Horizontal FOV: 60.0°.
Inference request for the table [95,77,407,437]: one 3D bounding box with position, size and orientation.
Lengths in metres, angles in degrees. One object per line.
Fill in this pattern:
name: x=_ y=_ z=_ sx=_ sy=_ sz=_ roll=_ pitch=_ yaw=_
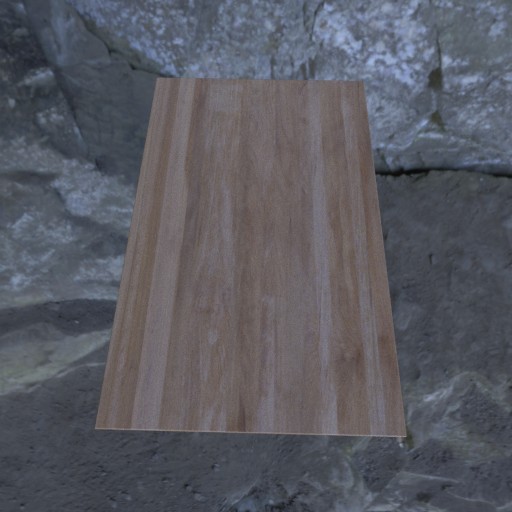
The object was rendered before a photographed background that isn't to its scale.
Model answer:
table: x=0.000 y=0.000 z=1.426 sx=0.692 sy=0.441 sz=1.100 roll=1 pitch=63 yaw=1
